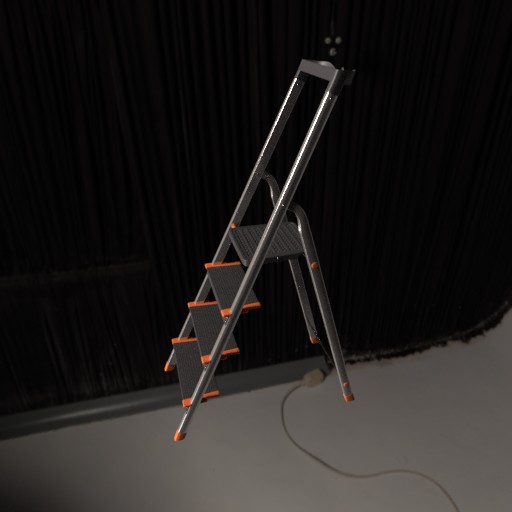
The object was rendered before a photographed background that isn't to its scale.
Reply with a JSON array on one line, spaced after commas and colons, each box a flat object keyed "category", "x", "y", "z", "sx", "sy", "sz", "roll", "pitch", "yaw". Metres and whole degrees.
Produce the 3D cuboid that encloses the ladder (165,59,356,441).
[{"category": "ladder", "x": 0.000, "y": 0.000, "z": 1.801, "sx": 0.834, "sy": 1.429, "sz": 0.452, "roll": -8, "pitch": 31, "yaw": -13}]
